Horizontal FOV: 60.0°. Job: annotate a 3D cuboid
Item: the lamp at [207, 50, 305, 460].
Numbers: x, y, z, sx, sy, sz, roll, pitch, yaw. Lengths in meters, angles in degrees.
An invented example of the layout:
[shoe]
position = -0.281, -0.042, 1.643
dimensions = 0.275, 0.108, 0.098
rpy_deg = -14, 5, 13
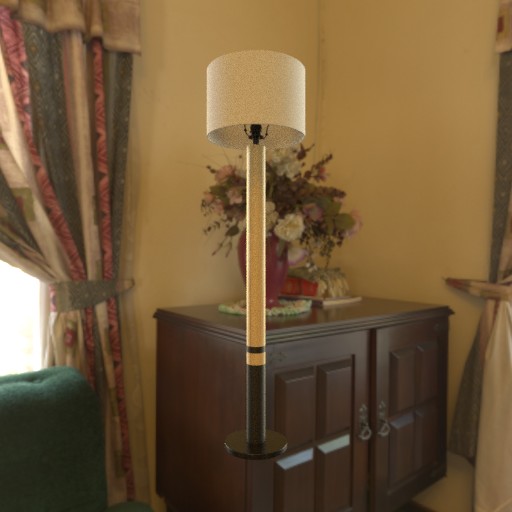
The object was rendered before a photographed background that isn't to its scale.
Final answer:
[lamp]
position = 0.000, 0.000, 1.727
dimensions = 0.381, 1.478, 0.381
rpy_deg = 0, 0, 36
